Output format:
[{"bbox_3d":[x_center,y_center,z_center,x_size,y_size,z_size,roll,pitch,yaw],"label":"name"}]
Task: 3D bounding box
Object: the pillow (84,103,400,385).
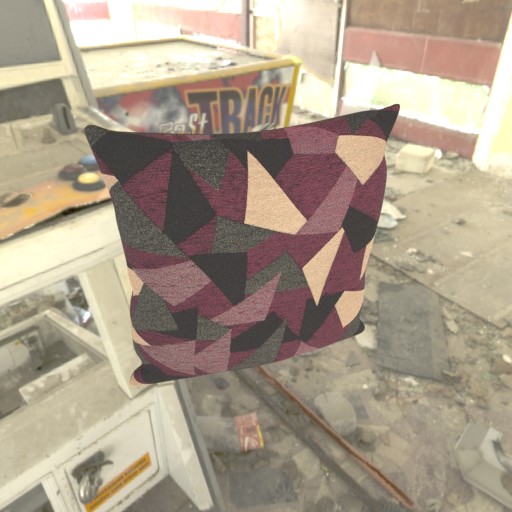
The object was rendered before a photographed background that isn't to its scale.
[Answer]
[{"bbox_3d":[0.000,0.000,0.779,0.503,0.496,0.208,-10,34,-15],"label":"pillow"}]
